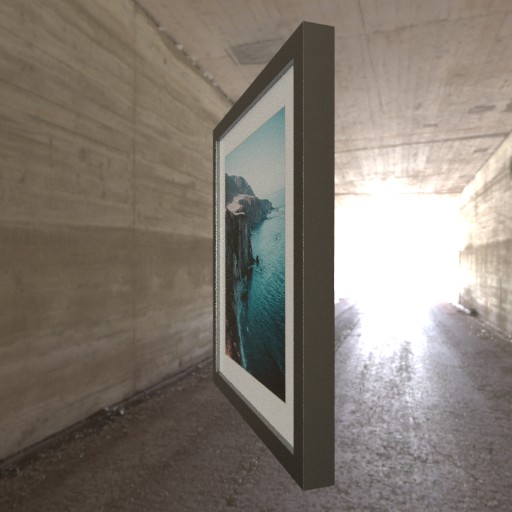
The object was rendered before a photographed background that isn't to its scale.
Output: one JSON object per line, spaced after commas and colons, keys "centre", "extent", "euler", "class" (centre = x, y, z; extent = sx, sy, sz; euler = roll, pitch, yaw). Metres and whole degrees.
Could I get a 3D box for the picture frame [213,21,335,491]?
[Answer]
{"centre": [0.000, 0.000, 1.320], "extent": [0.073, 0.968, 0.839], "euler": [0, 0, -18], "class": "picture frame"}
